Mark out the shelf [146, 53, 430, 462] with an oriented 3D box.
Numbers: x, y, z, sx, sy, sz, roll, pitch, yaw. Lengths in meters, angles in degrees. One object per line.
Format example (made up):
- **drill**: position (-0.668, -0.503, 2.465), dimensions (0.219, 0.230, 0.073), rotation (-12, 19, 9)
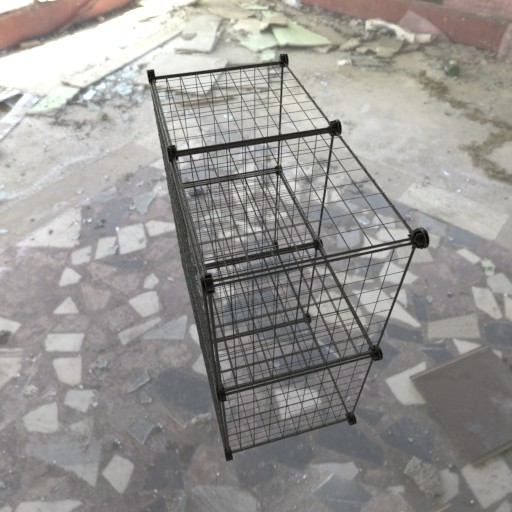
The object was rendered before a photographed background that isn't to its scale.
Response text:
- **shelf**: position (0.000, 0.000, 1.134), dimensions (0.356, 0.711, 0.711), rotation (-12, 48, -11)
